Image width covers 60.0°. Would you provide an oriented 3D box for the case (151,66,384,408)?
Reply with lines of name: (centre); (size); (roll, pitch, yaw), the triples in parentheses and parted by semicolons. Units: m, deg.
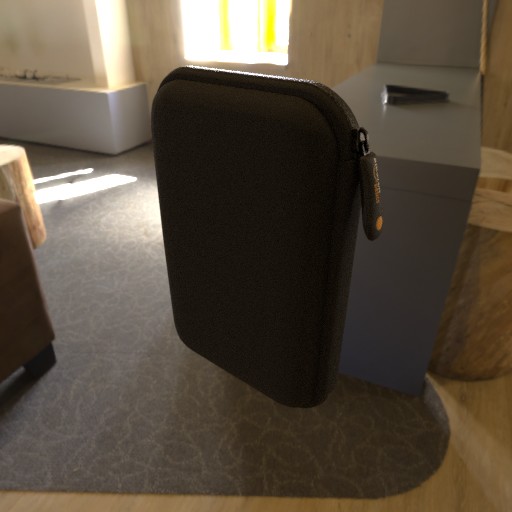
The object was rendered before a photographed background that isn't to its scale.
case: (0.000, 0.000, 0.192); (0.107, 0.147, 0.030); (22, 37, 33)
